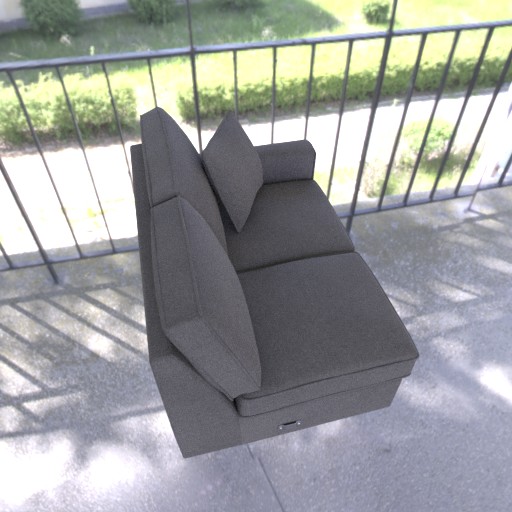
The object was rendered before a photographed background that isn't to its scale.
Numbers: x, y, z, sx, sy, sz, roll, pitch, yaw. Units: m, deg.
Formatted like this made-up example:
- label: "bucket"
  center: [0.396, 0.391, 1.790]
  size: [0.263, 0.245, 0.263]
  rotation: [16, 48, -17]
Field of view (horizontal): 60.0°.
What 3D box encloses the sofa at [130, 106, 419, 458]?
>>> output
- label: "sofa"
  center: [0.000, 0.000, 2.071]
  size: [0.991, 0.989, 1.388]
  rotation: [-10, 46, -10]
